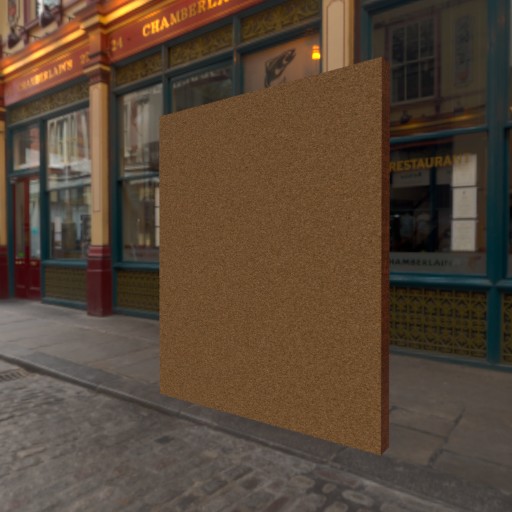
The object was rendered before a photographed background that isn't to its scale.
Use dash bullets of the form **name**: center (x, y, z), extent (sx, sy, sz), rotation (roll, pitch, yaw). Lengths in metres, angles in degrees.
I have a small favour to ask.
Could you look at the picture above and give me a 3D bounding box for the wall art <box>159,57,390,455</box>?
- **wall art**: center (0.000, 0.000, 0.782), extent (0.467, 0.567, 0.033), rotation (0, 1, 36)
